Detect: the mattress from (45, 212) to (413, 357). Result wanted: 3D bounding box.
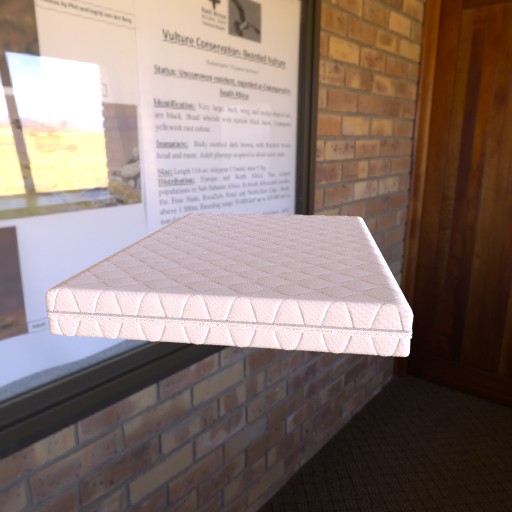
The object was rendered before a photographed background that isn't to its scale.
[{"bbox_3d":[0.000,0.000,2.607,1.400,0.200,2.000,2,15,8],"label":"mattress"}]
